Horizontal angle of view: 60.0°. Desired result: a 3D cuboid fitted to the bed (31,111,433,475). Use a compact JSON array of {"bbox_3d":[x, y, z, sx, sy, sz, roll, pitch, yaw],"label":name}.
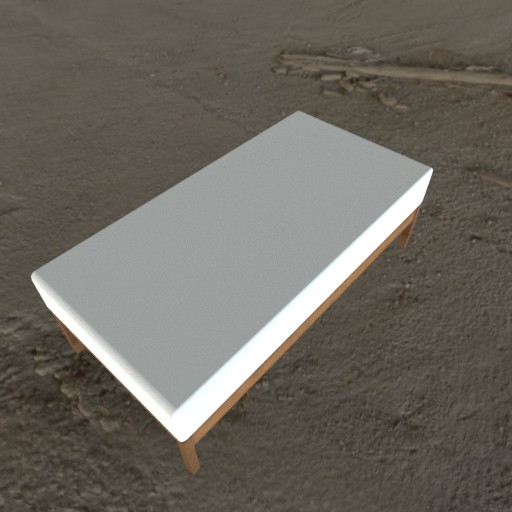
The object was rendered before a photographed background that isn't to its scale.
[{"bbox_3d":[0.000,0.000,2.410,0.961,0.616,1.902,33,55,27],"label":"bed"}]
